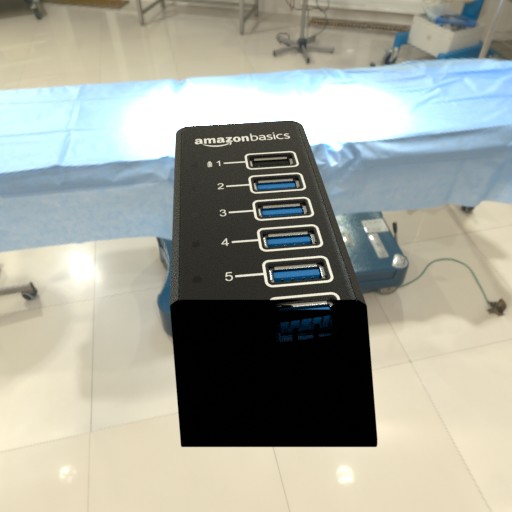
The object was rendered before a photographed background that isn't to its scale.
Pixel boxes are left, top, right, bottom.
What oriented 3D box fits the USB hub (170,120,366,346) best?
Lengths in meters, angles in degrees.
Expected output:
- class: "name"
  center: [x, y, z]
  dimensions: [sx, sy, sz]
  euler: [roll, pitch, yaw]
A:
- class: "USB hub"
  center: [0.000, 0.000, 0.125]
  dimensions: [0.044, 0.023, 0.110]
  euler: [-4, 46, -4]
